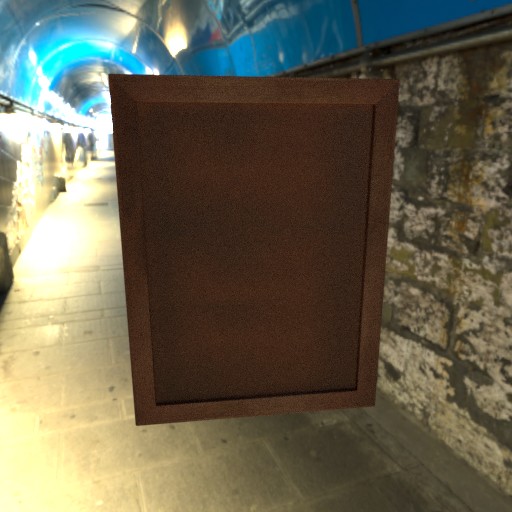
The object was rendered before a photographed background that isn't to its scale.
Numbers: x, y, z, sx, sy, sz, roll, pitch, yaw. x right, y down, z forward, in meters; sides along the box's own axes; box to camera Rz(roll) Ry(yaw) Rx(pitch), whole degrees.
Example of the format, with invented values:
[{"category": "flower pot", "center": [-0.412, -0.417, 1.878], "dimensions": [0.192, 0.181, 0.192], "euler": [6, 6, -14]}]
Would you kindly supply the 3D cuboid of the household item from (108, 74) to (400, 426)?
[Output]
[{"category": "household item", "center": [0.000, 0.000, 0.549], "dimensions": [0.310, 0.407, 0.067], "euler": [-2, 15, -7]}]
